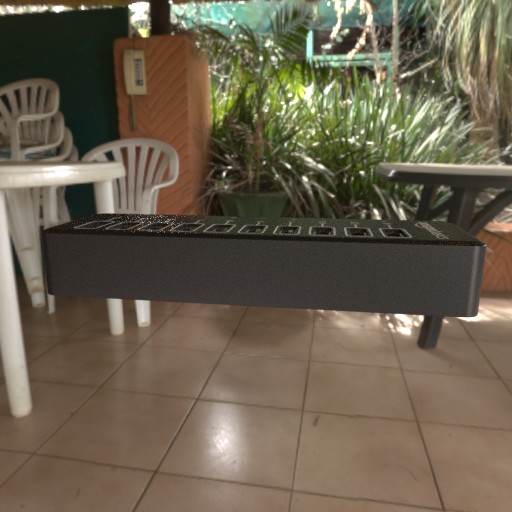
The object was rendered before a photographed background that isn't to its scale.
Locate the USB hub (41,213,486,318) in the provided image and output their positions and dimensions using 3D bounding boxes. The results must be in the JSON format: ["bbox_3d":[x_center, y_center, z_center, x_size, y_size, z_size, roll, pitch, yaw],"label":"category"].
[{"bbox_3d":[0.000,0.000,0.163,0.145,0.023,0.044,2,14,9],"label":"USB hub"}]
